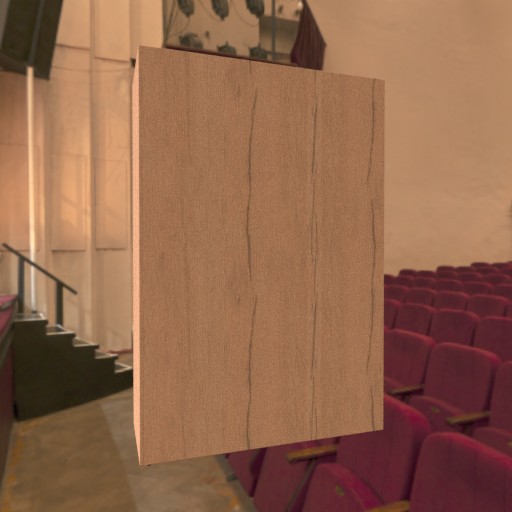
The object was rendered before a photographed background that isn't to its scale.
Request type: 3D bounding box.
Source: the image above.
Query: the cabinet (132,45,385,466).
[{"bbox_3d":[0.000,0.000,2.668,1.400,2.070,0.580,0,1,-18],"label":"cabinet"}]
